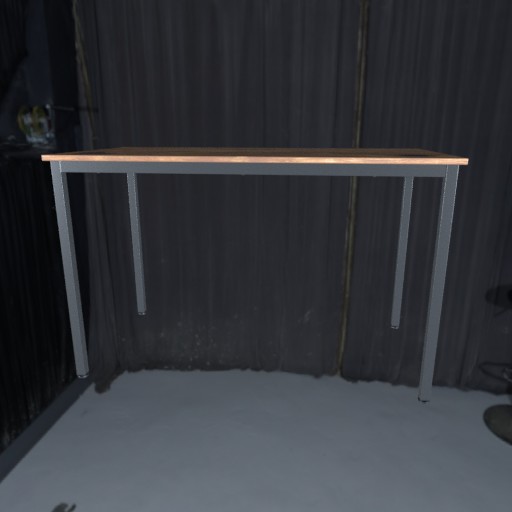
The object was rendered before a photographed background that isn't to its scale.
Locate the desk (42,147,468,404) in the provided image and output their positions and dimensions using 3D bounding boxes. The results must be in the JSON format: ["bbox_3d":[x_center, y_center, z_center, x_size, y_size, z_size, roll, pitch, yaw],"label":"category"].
[{"bbox_3d":[0.000,0.000,1.620,1.200,0.749,0.600,2,16,7],"label":"desk"}]
